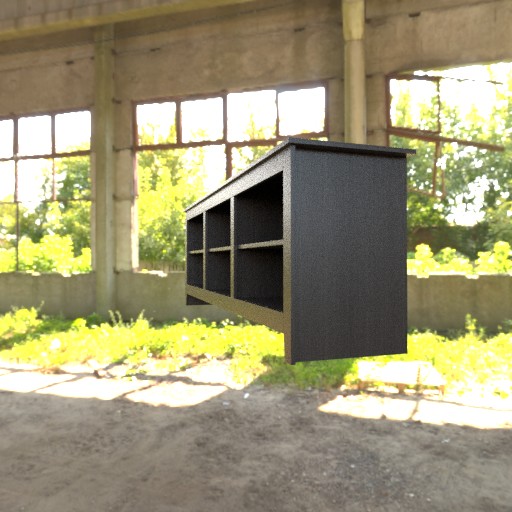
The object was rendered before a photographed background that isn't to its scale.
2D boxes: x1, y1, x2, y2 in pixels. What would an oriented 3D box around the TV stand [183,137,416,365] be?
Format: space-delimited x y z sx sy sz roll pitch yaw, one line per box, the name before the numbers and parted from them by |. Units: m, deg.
TV stand | 0.000 0.000 2.082 0.406 0.610 1.778 0 -1 -18
